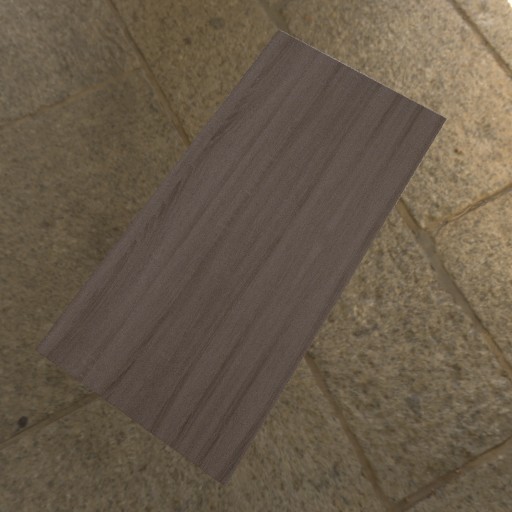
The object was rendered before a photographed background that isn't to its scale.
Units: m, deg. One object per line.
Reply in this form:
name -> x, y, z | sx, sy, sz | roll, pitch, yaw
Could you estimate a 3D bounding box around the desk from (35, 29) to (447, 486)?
desk -> 0.000, 0.000, 1.792 | 0.690, 0.745, 1.380 | 32, 77, 8
